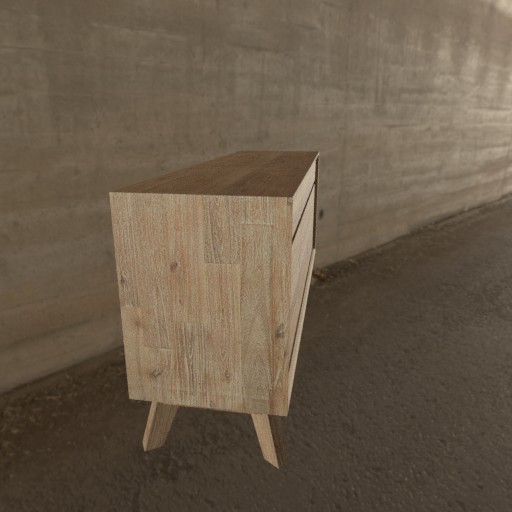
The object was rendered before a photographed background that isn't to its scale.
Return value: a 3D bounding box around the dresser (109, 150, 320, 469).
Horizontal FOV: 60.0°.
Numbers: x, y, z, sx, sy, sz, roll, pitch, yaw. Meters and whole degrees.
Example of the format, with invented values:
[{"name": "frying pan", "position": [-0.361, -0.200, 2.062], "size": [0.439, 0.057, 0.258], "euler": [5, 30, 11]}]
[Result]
[{"name": "dresser", "position": [0.000, 0.000, 1.925], "size": [0.455, 0.788, 1.602], "euler": [3, 17, 10]}]
